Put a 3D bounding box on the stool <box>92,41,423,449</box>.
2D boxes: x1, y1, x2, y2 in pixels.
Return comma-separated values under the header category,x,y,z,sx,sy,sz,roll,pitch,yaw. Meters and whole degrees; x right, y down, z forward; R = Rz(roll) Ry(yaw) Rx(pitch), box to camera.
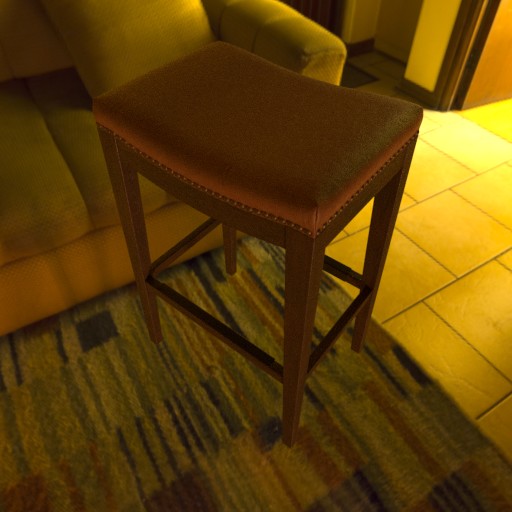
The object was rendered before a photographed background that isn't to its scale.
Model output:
category,x,y,z,sx,sy,sz,roll,pitch,yaw
stool,0.000,0.000,1.013,0.500,0.759,0.361,30,53,25
